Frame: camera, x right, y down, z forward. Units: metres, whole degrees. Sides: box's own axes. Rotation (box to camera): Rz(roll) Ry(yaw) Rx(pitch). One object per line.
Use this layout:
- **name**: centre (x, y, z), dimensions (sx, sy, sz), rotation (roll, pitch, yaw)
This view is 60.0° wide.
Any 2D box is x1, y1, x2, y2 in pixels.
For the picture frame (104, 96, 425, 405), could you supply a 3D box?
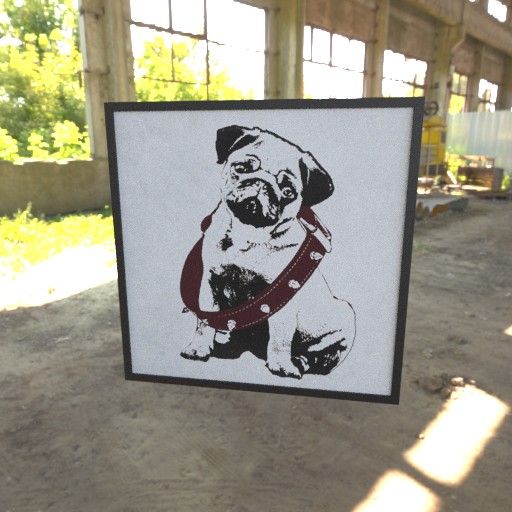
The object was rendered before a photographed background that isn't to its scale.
- **picture frame**: centre (0.000, 0.000, 1.162), dimensions (0.775, 0.775, 0.032), rotation (2, 14, 9)
